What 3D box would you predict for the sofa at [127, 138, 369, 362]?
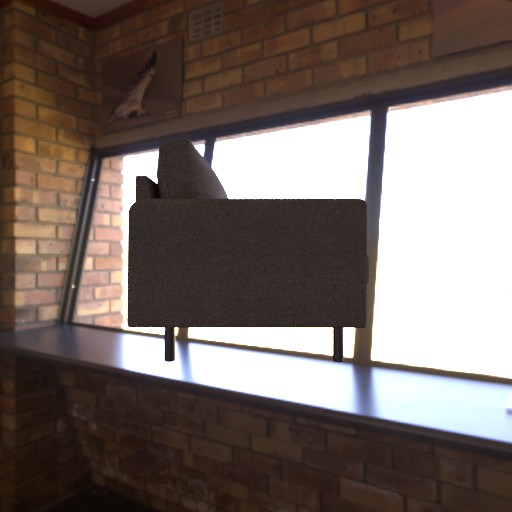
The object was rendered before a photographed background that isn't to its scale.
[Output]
[{"bbox_3d":[0.000,0.000,2.584,0.880,0.880,2.100,0,0,1],"label":"sofa"}]
